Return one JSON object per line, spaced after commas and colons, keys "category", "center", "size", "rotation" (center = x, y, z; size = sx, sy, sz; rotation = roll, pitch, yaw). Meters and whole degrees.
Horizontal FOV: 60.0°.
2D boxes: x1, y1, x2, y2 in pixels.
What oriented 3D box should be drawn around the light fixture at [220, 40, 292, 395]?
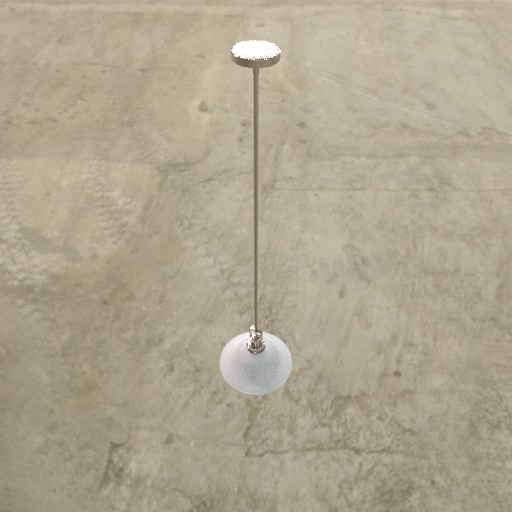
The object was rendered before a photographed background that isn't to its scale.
{"category": "light fixture", "center": [0.000, 0.000, 1.501], "size": [0.324, 1.354, 0.324], "rotation": [25, 51, 22]}
